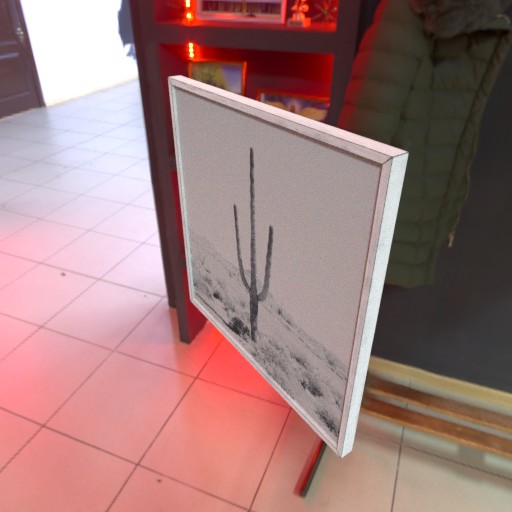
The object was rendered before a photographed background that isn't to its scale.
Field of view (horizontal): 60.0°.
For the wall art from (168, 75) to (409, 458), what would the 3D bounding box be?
[{"bbox_3d":[0.000,0.000,1.144,0.038,0.762,0.762,-21,38,-29],"label":"wall art"}]
